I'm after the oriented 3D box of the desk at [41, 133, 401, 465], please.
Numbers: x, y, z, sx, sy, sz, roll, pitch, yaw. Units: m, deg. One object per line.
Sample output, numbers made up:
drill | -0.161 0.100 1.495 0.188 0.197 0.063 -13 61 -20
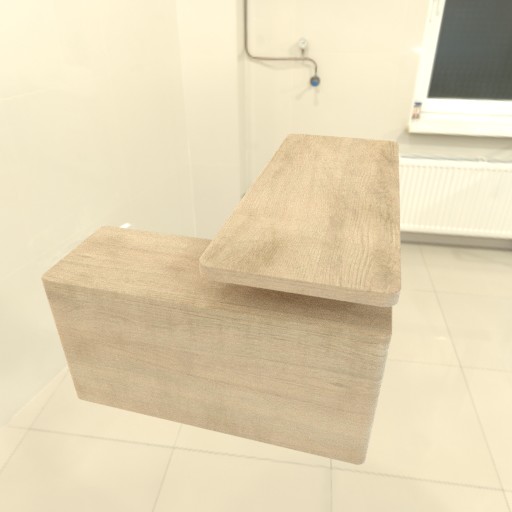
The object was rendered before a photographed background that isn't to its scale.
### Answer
desk | 0.000 0.000 2.081 1.175 0.770 1.400 8 32 13
